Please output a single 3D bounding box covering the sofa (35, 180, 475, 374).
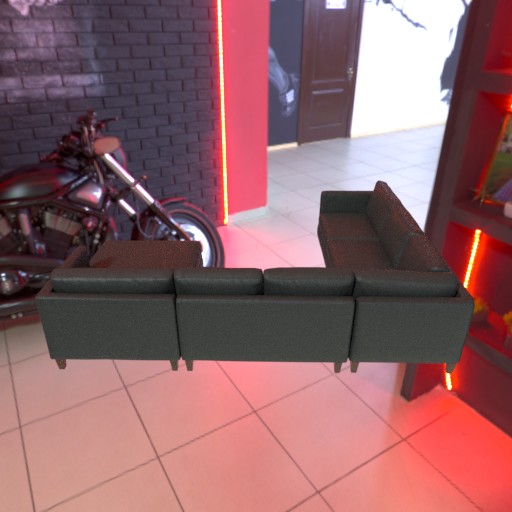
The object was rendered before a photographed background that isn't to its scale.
[{"bbox_3d":[0.000,0.000,4.663,3.460,0.923,2.593,0,28,1],"label":"sofa"}]
